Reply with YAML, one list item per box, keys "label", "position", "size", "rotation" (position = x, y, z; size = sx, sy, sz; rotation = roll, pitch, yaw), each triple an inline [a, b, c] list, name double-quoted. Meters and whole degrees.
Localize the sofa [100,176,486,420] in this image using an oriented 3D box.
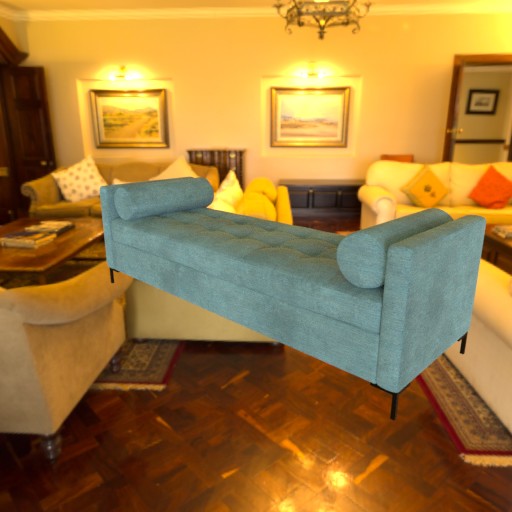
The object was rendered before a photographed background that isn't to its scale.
- label: "sofa"
  position: [0.000, 0.000, 2.323]
  size: [1.981, 0.635, 0.686]
  rotation: [16, 23, 42]
